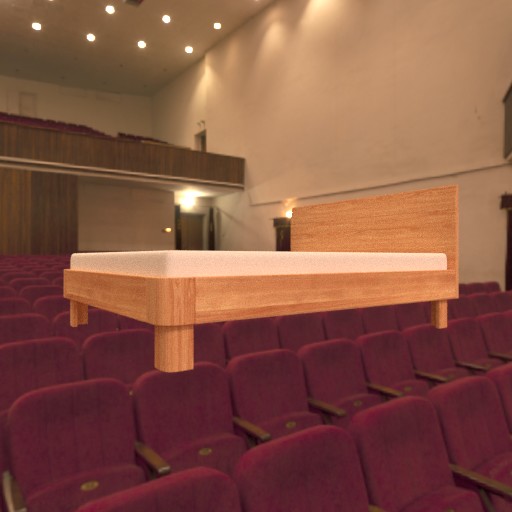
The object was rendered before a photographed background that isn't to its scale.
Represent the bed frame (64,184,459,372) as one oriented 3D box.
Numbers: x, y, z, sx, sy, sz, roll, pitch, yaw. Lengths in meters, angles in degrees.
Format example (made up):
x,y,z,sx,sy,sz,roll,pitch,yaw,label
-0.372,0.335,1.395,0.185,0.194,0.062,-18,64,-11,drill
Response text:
x,y,z,sx,sy,sz,roll,pitch,yaw,label
0.000,0.000,2.977,2.092,0.940,1.660,0,0,-36,bed frame
